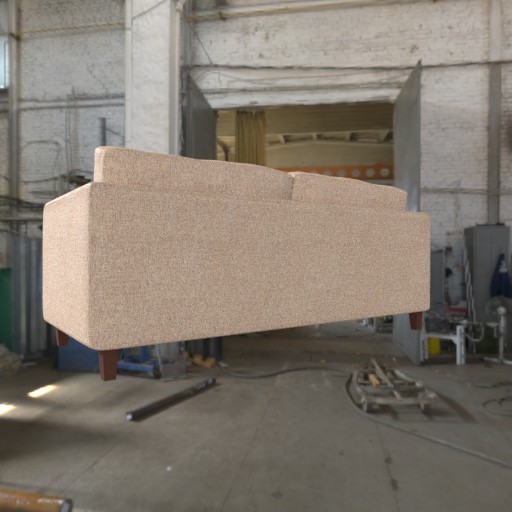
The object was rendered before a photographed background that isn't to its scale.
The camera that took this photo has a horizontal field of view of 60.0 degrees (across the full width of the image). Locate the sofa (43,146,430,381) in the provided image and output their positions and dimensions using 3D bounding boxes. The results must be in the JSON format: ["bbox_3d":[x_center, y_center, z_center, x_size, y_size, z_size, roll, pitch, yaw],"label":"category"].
[{"bbox_3d":[0.000,0.000,2.661,2.208,0.965,0.951,0,0,-36],"label":"sofa"}]
